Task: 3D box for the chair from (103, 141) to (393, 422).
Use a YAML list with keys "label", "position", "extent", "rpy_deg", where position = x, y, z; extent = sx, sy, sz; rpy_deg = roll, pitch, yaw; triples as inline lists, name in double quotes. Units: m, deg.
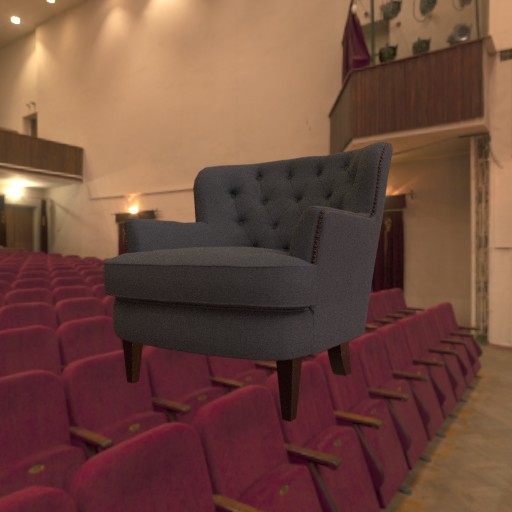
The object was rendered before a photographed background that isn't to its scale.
- label: "chair"
  position: [0.000, 0.000, 1.595]
  extent: [0.848, 0.868, 0.906]
  rpy_deg: [0, 0, 34]
